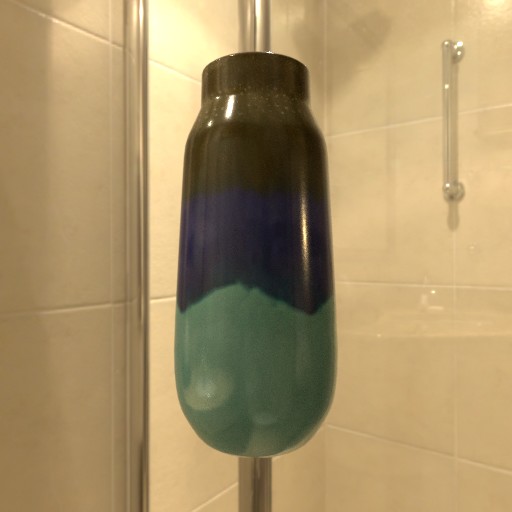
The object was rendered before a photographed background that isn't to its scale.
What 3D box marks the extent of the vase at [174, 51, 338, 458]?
[{"bbox_3d":[0.000,0.000,0.381,0.139,0.313,0.139,0,0,0],"label":"vase"}]
